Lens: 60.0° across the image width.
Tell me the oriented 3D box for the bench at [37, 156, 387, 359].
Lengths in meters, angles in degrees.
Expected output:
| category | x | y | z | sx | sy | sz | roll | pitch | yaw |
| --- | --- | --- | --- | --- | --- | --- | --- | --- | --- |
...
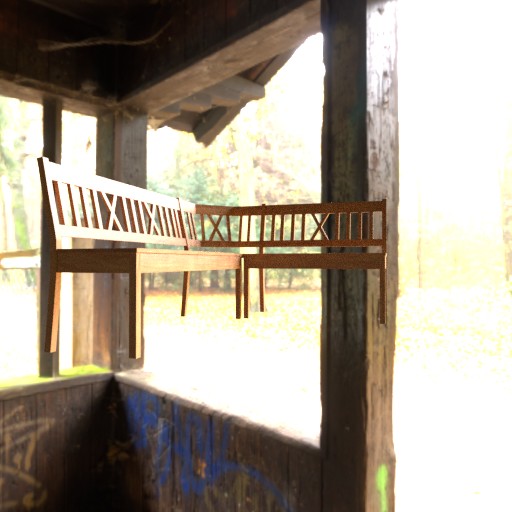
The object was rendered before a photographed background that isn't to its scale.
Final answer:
| category | x | y | z | sx | sy | sz | roll | pitch | yaw |
| --- | --- | --- | --- | --- | --- | --- | --- | --- | --- |
| bench | 0.000 | 0.000 | 2.754 | 1.537 | 0.902 | 1.937 | 0 | -1 | 17 |
